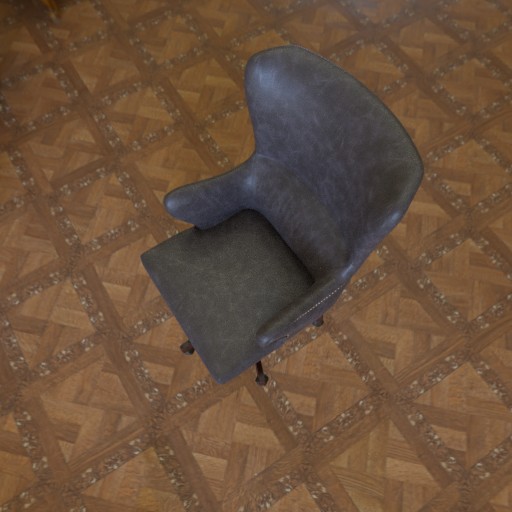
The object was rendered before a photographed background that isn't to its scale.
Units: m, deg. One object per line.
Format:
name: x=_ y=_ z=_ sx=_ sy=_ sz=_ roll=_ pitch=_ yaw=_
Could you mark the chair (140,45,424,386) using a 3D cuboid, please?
chair: x=0.000 y=0.000 z=1.455 sx=0.717 sy=1.037 sz=0.594 roll=-31 pitch=68 yaw=-14
